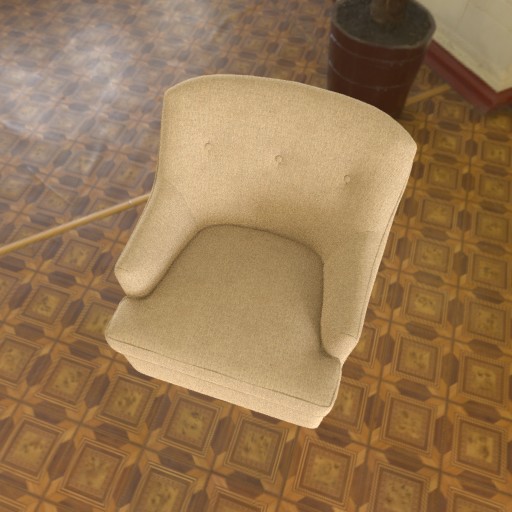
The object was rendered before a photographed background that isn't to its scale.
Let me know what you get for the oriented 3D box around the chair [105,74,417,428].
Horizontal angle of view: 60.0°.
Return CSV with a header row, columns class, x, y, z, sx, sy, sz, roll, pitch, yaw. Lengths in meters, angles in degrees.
class,x,y,z,sx,sy,sz,roll,pitch,yaw
chair,0.000,0.000,1.605,0.864,0.856,0.923,15,59,9
